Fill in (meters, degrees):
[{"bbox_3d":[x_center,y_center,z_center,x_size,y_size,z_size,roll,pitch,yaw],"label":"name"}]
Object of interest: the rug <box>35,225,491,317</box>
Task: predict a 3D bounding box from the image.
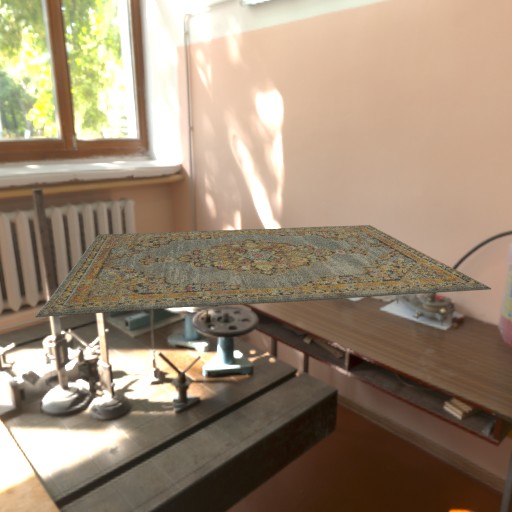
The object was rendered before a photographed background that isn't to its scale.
[{"bbox_3d":[0.000,0.000,3.940,3.063,0.024,2.158,-3,16,-9],"label":"rug"}]
